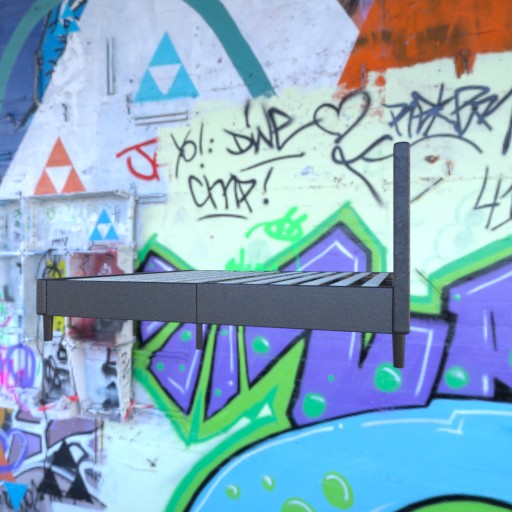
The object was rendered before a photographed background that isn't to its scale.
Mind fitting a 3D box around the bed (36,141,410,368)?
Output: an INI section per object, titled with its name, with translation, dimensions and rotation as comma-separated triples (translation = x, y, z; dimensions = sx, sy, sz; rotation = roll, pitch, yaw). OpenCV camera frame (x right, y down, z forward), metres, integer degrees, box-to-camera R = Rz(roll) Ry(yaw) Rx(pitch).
[bed]
translation = 0.000, 0.000, 3.310
dimensions = 2.152, 1.046, 2.018
rotation = 0, 0, 19
